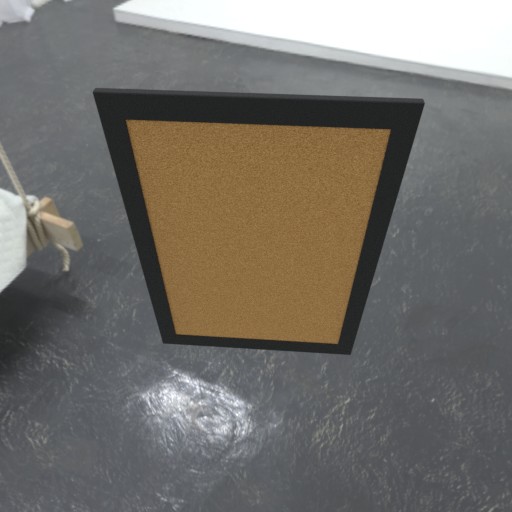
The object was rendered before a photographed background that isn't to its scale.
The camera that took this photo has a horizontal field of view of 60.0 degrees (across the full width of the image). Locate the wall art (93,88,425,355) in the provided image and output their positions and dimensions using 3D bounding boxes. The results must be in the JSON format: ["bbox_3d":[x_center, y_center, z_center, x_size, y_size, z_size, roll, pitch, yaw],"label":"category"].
[{"bbox_3d":[0.000,0.000,0.692,0.374,0.529,0.012,3,47,3],"label":"wall art"}]
